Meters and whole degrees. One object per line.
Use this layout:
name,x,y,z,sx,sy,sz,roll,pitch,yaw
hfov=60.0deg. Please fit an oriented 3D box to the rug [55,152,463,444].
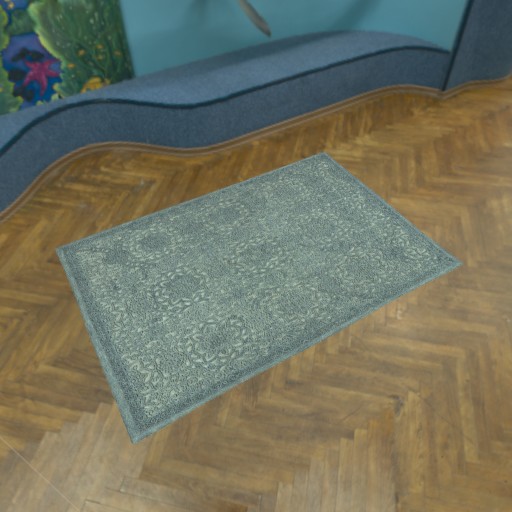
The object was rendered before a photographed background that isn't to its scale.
rug,0.000,0.000,2.377,1.830,0.016,1.224,-23,51,-21
